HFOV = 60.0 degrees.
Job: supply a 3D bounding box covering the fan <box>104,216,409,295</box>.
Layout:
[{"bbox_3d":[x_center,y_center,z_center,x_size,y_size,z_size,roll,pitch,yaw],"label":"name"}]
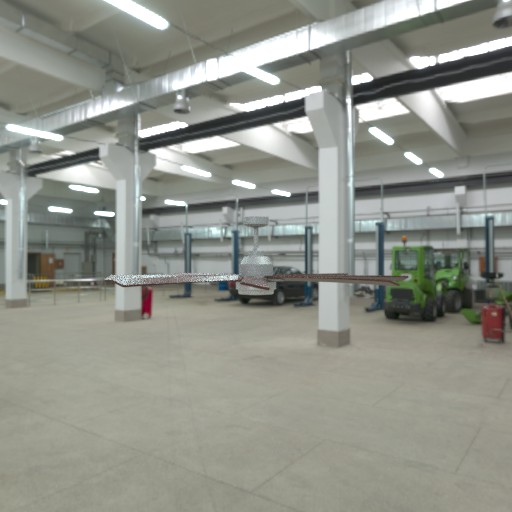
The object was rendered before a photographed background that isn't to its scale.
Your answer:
[{"bbox_3d":[0.000,0.000,2.714,1.830,0.472,1.830,0,-1,0],"label":"fan"}]
